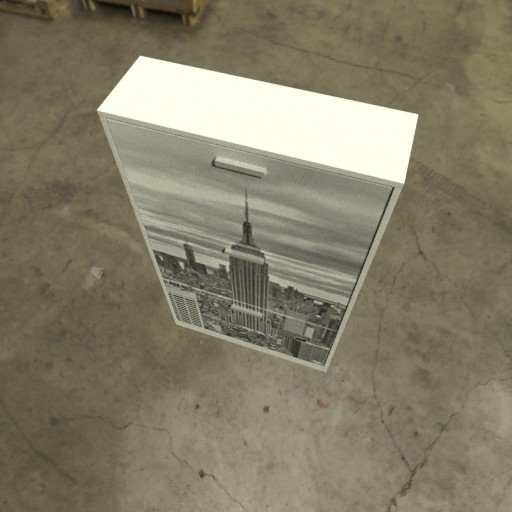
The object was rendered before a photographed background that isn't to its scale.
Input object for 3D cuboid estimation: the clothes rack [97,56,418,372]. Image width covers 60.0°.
[{"bbox_3d":[0.000,0.000,1.618,0.750,1.280,0.250,16,59,10],"label":"clothes rack"}]
